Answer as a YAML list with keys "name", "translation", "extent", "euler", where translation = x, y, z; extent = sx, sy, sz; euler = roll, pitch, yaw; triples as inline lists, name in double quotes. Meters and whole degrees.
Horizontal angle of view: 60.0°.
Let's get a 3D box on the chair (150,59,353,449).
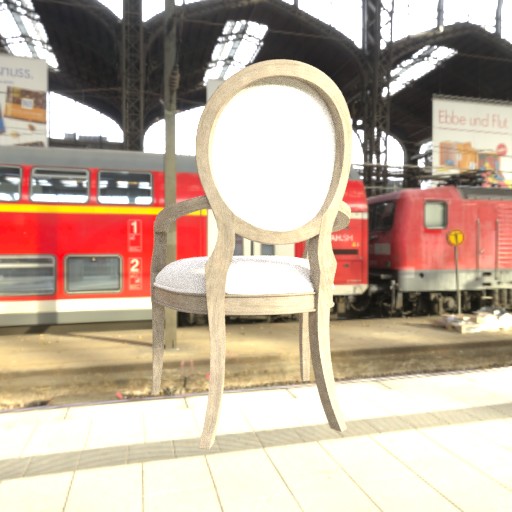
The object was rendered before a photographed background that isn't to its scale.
- name: "chair"
  translation: [0.000, 0.000, 1.384]
  extent: [0.611, 0.991, 0.602]
  euler: [0, 1, -17]
